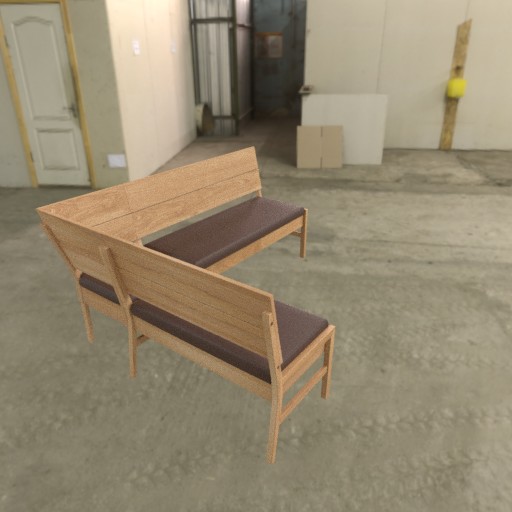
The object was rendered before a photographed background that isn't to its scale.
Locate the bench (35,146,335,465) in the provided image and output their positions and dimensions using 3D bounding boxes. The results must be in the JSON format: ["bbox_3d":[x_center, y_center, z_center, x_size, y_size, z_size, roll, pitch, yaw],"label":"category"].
[{"bbox_3d":[0.000,0.000,2.875,1.549,0.890,1.975,17,31,32],"label":"bench"}]
